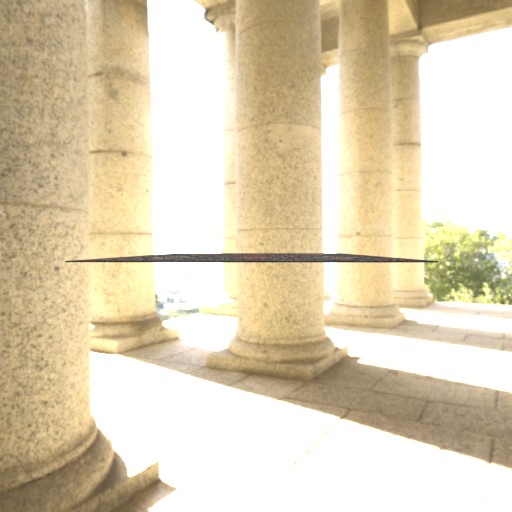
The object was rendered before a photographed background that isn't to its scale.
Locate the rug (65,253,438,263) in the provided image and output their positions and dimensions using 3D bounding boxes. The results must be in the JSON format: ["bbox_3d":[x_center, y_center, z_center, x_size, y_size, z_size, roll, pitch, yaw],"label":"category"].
[{"bbox_3d":[0.000,0.000,4.228,2.190,0.008,3.371,0,1,1],"label":"rug"}]
